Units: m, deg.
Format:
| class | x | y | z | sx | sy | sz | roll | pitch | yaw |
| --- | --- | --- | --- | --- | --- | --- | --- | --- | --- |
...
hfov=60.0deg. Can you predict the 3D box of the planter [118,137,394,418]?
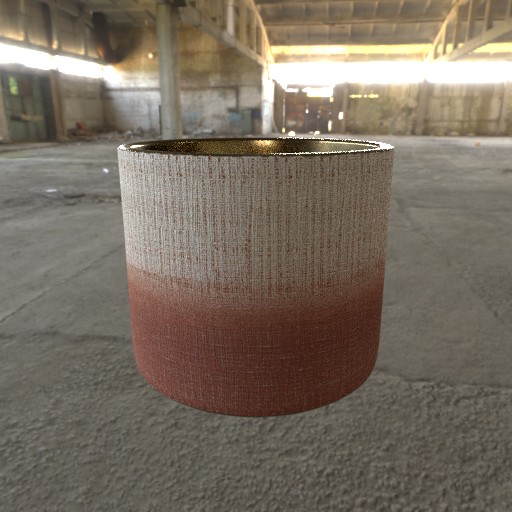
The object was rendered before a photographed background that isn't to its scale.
| class | x | y | z | sx | sy | sz | roll | pitch | yaw |
| --- | --- | --- | --- | --- | --- | --- | --- | --- | --- |
| planter | 0.000 | 0.000 | 0.448 | 0.254 | 0.221 | 0.254 | 0 | 18 | 0 |
